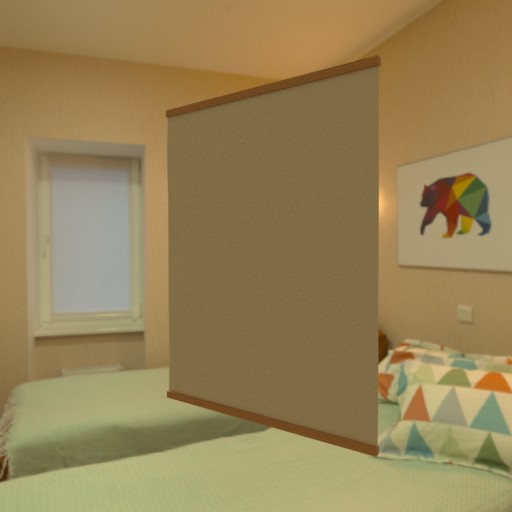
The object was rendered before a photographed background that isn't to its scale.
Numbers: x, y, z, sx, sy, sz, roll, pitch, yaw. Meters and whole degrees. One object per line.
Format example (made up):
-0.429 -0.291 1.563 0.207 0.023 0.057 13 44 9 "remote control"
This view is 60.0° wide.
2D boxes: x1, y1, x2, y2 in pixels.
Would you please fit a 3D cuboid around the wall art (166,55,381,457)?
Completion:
0.000 0.000 0.806 0.458 0.605 0.011 1 1 36 "wall art"
